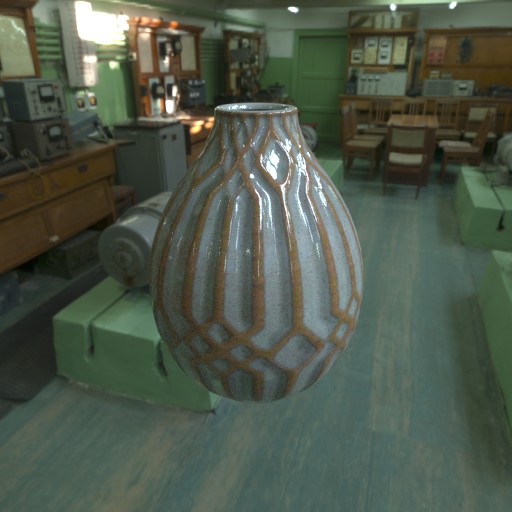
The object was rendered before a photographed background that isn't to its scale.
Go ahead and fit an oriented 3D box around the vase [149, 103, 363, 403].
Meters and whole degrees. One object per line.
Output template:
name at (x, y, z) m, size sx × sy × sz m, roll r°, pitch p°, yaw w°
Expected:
vase at (0.000, 0.000, 0.272) m, size 0.131 × 0.175 × 0.131 m, roll 0°, pitch 24°, yaw 0°
